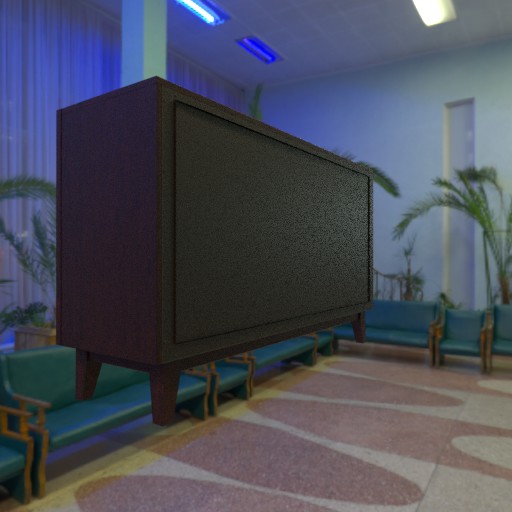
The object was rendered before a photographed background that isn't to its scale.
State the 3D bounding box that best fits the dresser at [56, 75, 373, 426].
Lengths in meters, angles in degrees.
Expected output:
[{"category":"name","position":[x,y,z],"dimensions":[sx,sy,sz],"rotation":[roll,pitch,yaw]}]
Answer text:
[{"category":"dresser","position":[0.000,0.000,1.992],"dimensions":[0.499,0.971,1.609],"rotation":[0,0,35]}]
